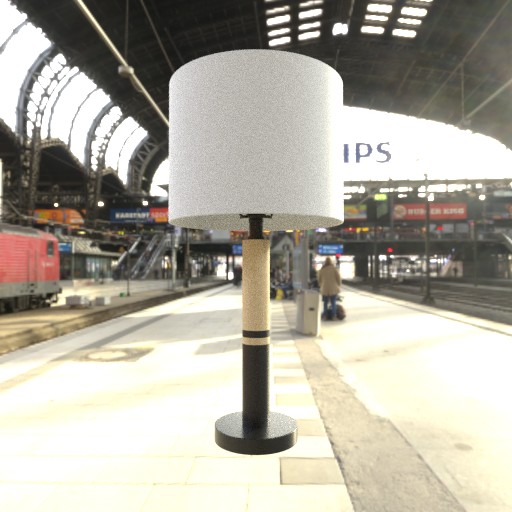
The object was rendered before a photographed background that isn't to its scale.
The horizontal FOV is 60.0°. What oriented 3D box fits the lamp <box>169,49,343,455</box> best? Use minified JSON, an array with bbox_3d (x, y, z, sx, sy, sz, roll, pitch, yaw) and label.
[{"bbox_3d":[0.000,0.000,0.786,0.305,0.640,0.305,0,-2,0],"label":"lamp"}]
